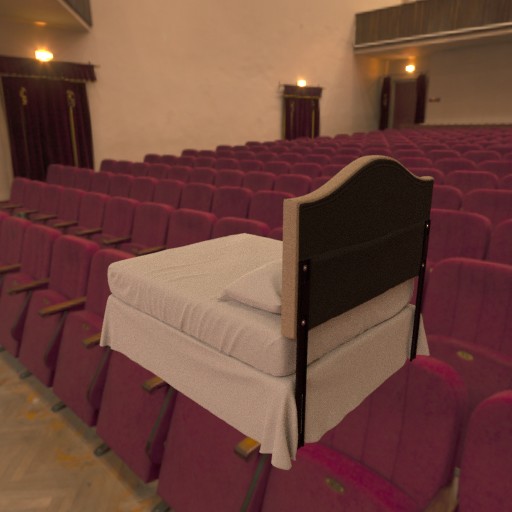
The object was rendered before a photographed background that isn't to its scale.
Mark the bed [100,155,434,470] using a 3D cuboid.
[{"bbox_3d":[0.000,0.000,3.536,2.221,1.645,1.876,15,22,42],"label":"bed"}]
